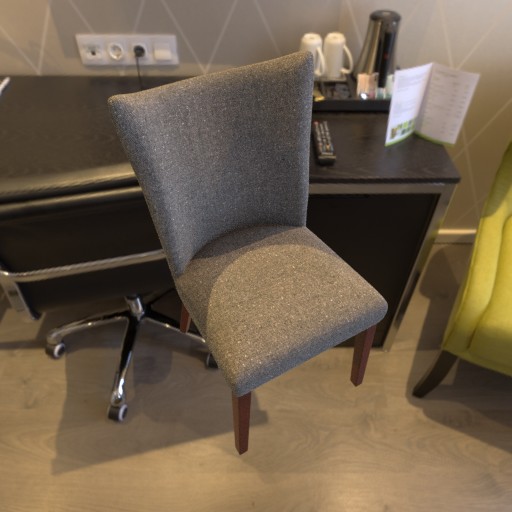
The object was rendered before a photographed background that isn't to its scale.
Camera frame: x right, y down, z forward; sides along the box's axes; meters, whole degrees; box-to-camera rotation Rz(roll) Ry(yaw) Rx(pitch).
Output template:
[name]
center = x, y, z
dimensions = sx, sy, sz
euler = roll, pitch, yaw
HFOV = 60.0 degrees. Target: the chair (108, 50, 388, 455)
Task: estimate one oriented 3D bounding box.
[chair]
center = 0.000, 0.000, 1.261
dimensions = 0.535, 0.924, 0.623
euler = -23, 50, -20
